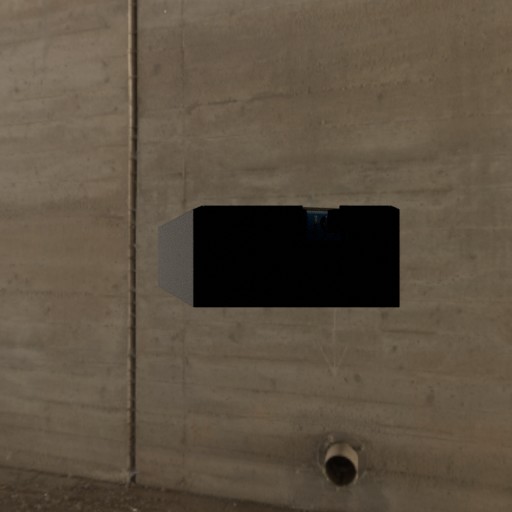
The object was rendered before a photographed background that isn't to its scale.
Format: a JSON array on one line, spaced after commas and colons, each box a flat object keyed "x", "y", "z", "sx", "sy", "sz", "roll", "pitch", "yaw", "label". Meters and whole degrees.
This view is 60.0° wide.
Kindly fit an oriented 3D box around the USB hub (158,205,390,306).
[{"x": 0.000, "y": 0.000, "z": 0.127, "sx": 0.044, "sy": 0.023, "sz": 0.110, "roll": 0, "pitch": 0, "yaw": -19, "label": "USB hub"}]
